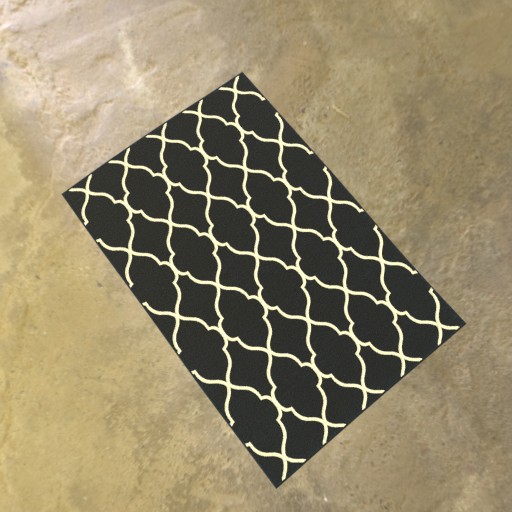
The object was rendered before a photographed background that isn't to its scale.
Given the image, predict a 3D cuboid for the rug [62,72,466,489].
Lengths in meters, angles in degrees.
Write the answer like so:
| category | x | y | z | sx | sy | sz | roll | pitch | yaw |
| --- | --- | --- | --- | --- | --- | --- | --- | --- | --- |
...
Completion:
| category | x | y | z | sx | sy | sz | roll | pitch | yaw |
| --- | --- | --- | --- | --- | --- | --- | --- | --- | --- |
| rug | 0.000 | 0.000 | 2.853 | 1.528 | 0.014 | 2.294 | -37 | 79 | -9 |
